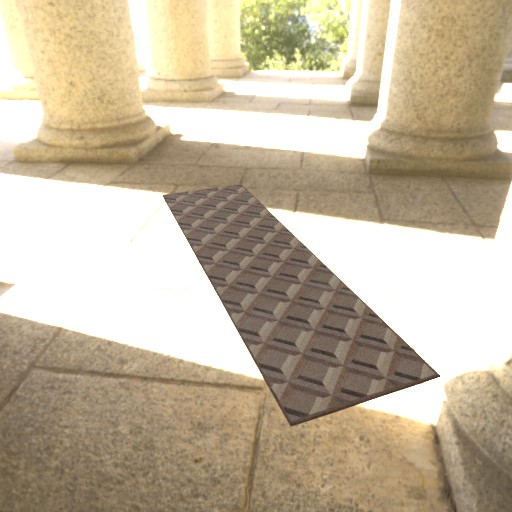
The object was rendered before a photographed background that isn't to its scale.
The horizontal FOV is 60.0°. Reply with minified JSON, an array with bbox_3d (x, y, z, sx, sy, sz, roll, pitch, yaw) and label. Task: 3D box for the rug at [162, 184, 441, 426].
[{"bbox_3d":[0.000,0.000,2.699,0.685,0.013,2.437,-11,31,-19],"label":"rug"}]
